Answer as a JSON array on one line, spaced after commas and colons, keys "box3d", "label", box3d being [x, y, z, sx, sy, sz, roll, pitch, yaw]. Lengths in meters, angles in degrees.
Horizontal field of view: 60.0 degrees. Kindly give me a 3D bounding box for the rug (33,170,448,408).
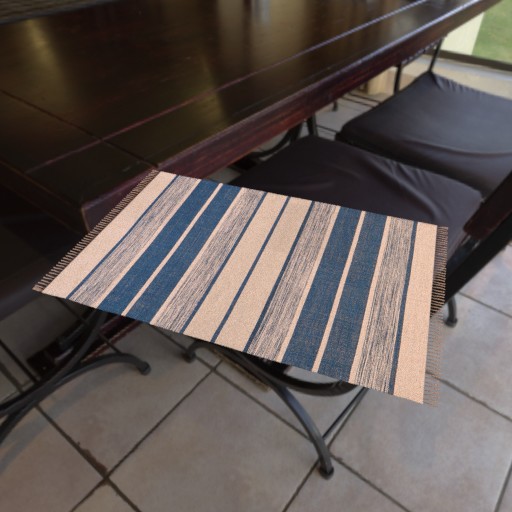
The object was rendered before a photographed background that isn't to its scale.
[{"box3d": [0.000, 0.000, 3.009, 2.441, 0.010, 1.532, 13, 43, 14], "label": "rug"}]
